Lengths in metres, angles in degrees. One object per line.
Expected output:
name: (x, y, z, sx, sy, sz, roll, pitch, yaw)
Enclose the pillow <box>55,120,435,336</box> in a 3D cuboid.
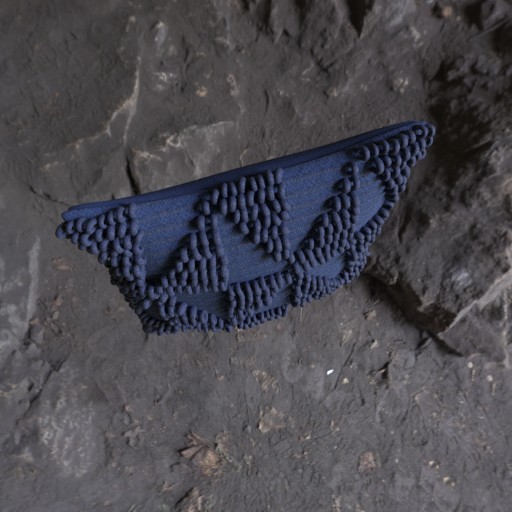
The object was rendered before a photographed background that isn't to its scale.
pillow: (0.000, 0.000, 0.717, 0.469, 0.466, 0.172, -16, 66, -7)
